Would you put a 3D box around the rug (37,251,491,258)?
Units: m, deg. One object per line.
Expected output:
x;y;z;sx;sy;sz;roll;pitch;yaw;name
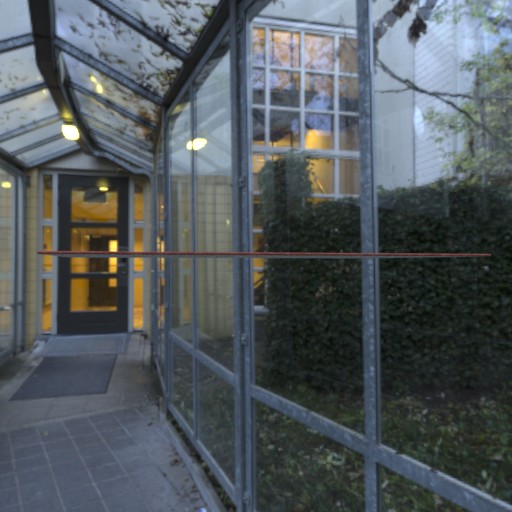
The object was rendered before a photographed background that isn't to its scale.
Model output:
0.000;0.000;2.965;2.438;0.014;1.524;0;-1;-18;rug
